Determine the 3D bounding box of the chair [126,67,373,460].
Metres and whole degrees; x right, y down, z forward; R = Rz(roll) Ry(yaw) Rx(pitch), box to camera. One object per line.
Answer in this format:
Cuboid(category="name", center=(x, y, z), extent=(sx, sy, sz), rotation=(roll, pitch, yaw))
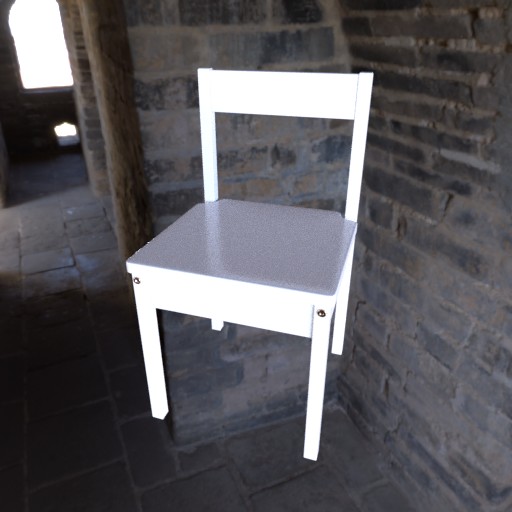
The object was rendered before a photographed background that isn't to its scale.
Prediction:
Cuboid(category="chair", center=(0.000, 0.000, 0.893), extent=(0.367, 0.668, 0.361), rotation=(8, 28, 16))
